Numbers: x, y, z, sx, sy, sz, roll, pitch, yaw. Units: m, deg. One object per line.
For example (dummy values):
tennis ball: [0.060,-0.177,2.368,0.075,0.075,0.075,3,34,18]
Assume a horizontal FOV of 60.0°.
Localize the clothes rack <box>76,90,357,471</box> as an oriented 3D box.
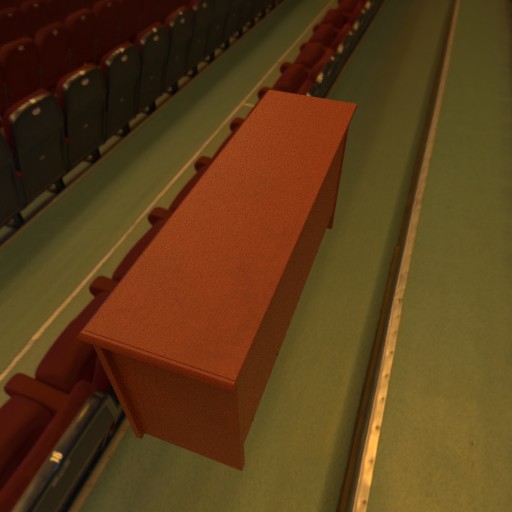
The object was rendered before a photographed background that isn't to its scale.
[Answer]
clothes rack: [0.000,0.000,1.517,0.362,0.594,1.251,15,47,14]
